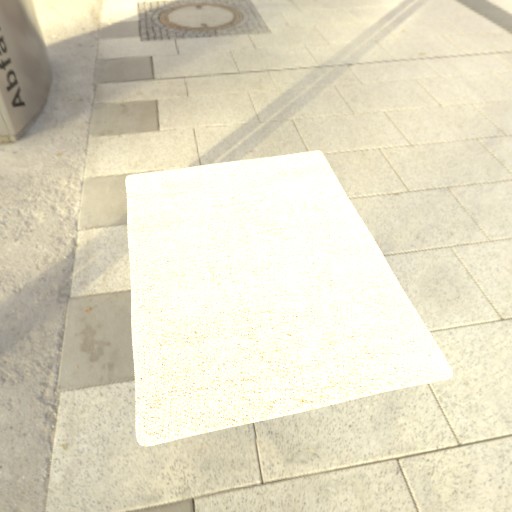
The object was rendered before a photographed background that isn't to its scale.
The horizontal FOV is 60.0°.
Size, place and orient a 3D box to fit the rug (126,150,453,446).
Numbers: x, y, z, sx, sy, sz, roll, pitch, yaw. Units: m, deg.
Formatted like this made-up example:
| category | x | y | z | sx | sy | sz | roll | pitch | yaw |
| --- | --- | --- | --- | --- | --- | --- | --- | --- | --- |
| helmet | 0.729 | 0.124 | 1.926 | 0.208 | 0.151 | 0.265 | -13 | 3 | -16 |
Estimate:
| category | x | y | z | sx | sy | sz | roll | pitch | yaw |
| --- | --- | --- | --- | --- | --- | --- | --- | --- | --- |
| rug | 0.000 | 0.000 | 2.149 | 1.200 | 0.027 | 1.600 | -9 | 47 | -9 |
